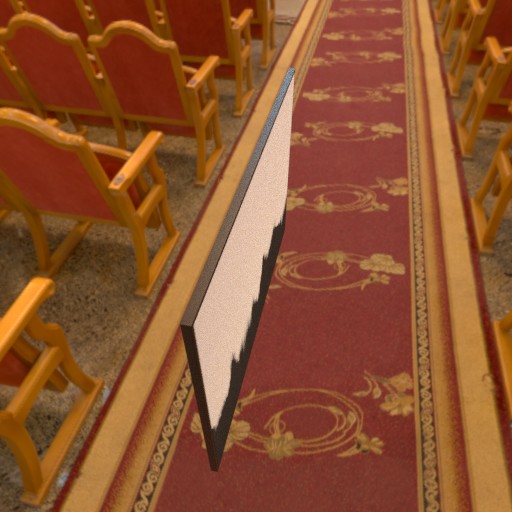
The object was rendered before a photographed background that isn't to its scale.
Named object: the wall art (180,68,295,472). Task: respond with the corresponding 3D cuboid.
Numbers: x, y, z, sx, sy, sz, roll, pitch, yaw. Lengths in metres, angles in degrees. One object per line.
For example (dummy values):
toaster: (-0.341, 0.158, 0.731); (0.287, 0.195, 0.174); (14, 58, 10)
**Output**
wall art: (0.000, 0.000, 1.248); (0.019, 0.660, 0.957); (10, 47, 9)
